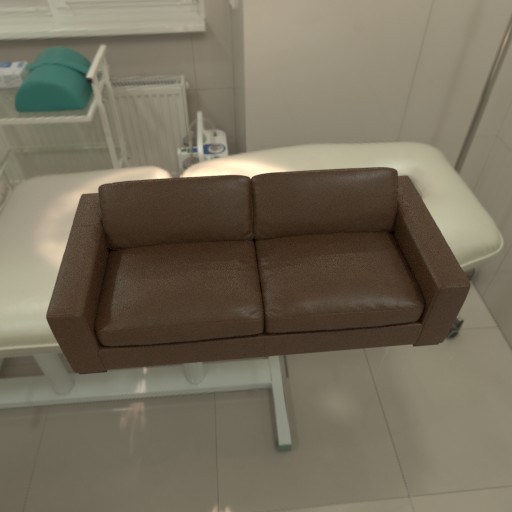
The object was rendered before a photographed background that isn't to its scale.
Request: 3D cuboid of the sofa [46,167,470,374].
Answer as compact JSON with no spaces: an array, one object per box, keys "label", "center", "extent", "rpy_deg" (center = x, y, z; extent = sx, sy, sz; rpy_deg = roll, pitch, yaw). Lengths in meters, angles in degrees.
[{"label":"sofa","center":[0.000,0.000,2.787],"extent":[2.262,0.801,1.070],"rpy_deg":[-4,45,-4]}]
